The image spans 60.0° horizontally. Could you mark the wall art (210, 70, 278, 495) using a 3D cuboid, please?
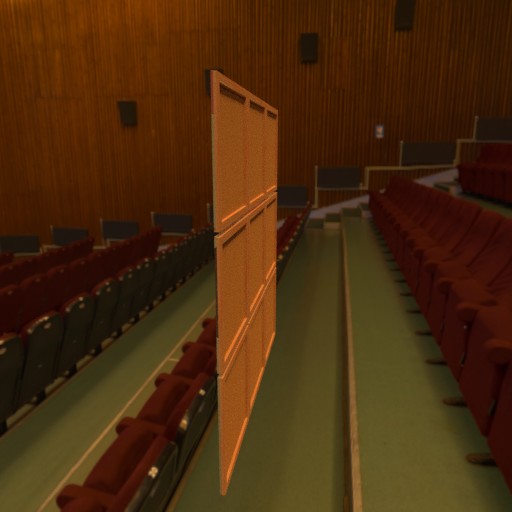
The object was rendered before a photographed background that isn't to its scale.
[{"bbox_3d":[0.000,0.000,1.345,0.012,0.910,0.911,2,14,9],"label":"wall art"}]
